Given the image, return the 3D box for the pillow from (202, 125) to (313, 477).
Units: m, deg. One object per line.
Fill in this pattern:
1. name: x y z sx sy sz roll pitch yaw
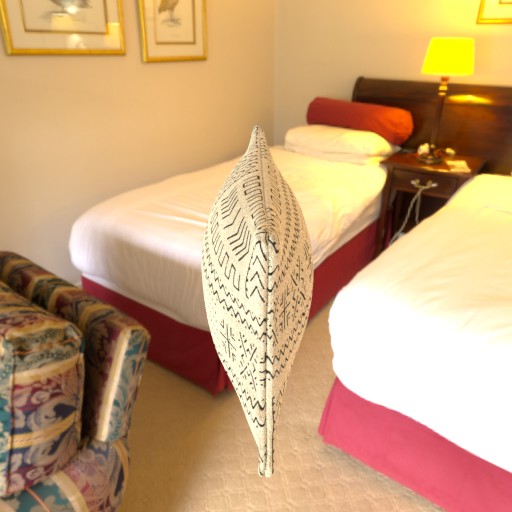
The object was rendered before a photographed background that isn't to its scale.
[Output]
1. pillow: 0.000 0.000 0.791 0.188 0.352 0.637 0 26 0
